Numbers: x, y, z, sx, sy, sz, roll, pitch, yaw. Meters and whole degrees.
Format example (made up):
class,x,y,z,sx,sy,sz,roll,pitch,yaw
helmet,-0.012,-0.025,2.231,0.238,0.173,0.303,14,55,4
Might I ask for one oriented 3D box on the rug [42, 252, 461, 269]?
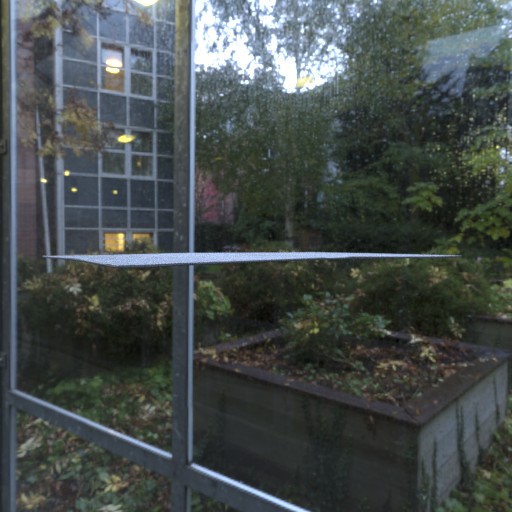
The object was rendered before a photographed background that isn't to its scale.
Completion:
class,x,y,z,sx,sy,sz,roll,pitch,yaw
rug,0.000,0.000,2.244,1.789,0.021,1.159,-1,2,-35
